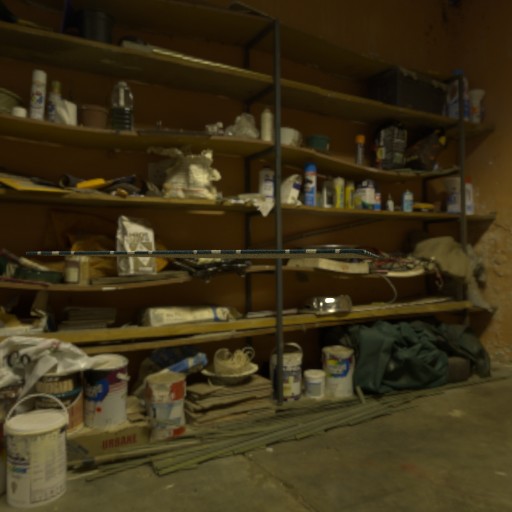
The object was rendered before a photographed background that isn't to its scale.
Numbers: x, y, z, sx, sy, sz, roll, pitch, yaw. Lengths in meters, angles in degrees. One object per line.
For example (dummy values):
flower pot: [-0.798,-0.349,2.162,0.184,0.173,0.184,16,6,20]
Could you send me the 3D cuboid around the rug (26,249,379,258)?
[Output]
rug: [0.000,0.000,2.207,1.143,0.010,1.753,0,-1,17]
